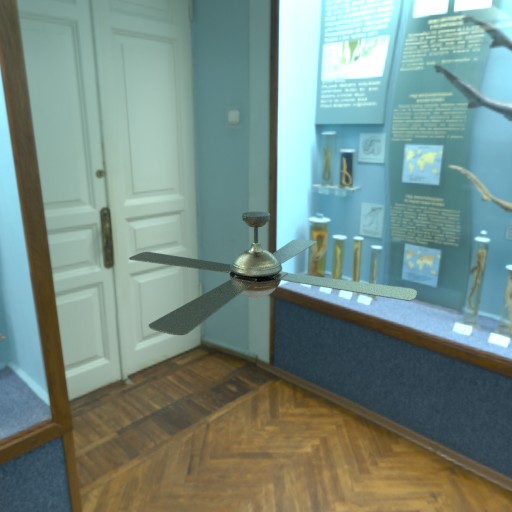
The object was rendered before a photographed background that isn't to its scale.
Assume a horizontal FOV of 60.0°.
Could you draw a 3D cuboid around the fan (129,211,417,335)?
[{"bbox_3d":[0.000,0.000,1.992,1.321,0.381,1.321,-14,21,-42],"label":"fan"}]
